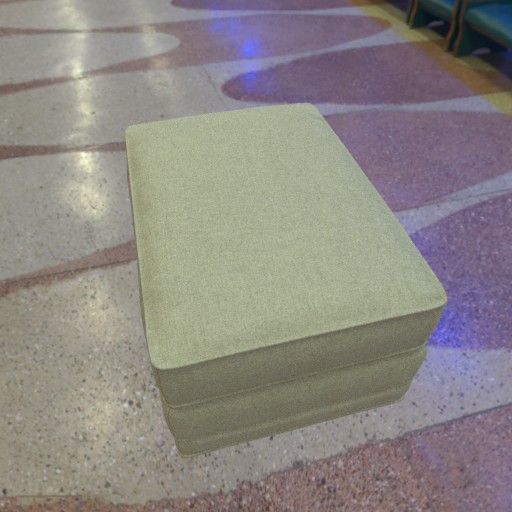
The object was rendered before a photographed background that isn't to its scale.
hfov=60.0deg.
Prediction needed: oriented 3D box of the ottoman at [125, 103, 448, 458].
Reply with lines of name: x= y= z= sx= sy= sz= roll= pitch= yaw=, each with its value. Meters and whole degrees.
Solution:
ottoman: x=0.000 y=0.000 z=1.223 sx=0.611 sy=0.508 sz=0.848 roll=-11 pitch=48 yaw=-10
